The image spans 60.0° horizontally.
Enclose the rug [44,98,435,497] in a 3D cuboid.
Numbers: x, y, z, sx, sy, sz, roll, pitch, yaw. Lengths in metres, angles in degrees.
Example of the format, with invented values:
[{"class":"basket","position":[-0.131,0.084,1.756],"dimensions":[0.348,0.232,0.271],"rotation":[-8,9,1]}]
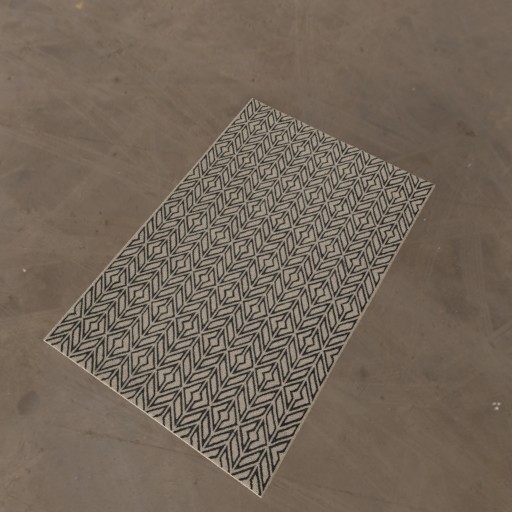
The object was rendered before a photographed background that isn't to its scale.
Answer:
[{"class":"rug","position":[0.000,0.000,2.290],"dimensions":[1.220,0.007,1.828],"rotation":[30,68,14]}]
